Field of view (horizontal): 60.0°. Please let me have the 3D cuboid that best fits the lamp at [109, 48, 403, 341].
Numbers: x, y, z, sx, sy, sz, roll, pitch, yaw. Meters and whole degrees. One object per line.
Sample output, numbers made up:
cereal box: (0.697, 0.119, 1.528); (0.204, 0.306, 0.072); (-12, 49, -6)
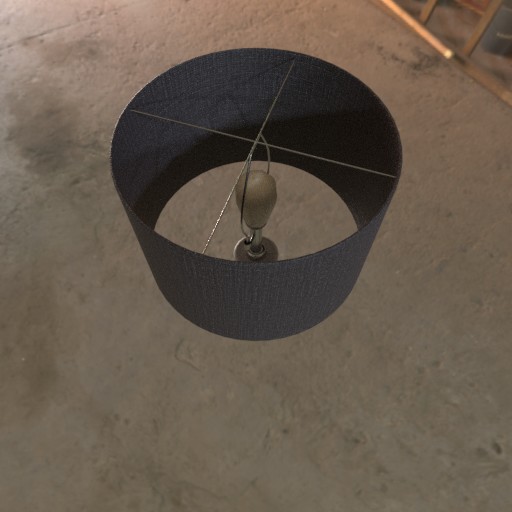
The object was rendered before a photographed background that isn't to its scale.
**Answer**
lamp: (0.000, 0.000, 0.673); (0.303, 0.488, 0.303); (0, 60, 0)
